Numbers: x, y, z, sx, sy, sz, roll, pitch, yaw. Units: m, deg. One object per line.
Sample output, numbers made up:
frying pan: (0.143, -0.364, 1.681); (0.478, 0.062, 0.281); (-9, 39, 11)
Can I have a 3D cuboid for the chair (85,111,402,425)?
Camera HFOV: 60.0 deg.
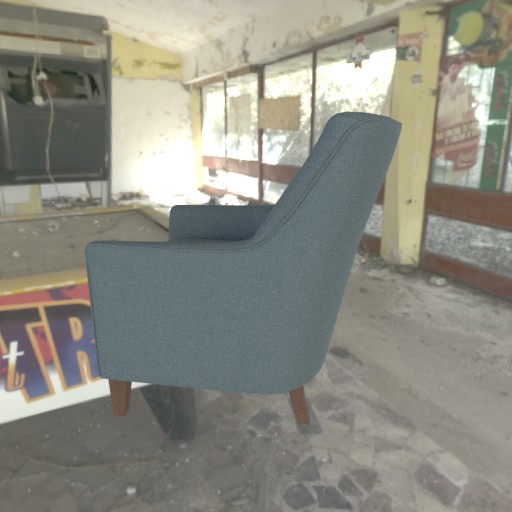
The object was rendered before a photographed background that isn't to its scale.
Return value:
chair: (0.000, 0.000, 1.533); (0.879, 0.916, 0.756); (3, 16, 10)
